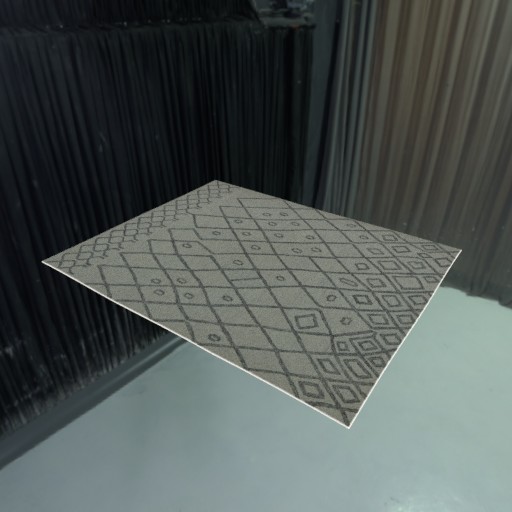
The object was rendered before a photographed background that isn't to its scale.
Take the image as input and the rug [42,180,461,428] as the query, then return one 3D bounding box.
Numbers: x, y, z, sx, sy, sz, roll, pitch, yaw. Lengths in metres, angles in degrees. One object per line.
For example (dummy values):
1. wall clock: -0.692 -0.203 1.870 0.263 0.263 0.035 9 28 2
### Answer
1. rug: 0.000 0.000 4.106 3.046 0.015 2.446 20 37 30
